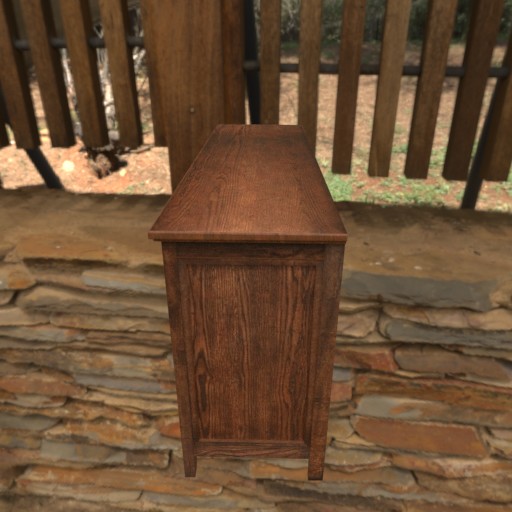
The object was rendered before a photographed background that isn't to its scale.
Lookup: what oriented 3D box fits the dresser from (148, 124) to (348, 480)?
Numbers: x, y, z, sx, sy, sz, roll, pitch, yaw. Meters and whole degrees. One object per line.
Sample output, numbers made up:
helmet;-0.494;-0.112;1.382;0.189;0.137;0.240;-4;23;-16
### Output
dresser;0.000;0.000;1.902;0.463;0.856;1.551;1;25;1
